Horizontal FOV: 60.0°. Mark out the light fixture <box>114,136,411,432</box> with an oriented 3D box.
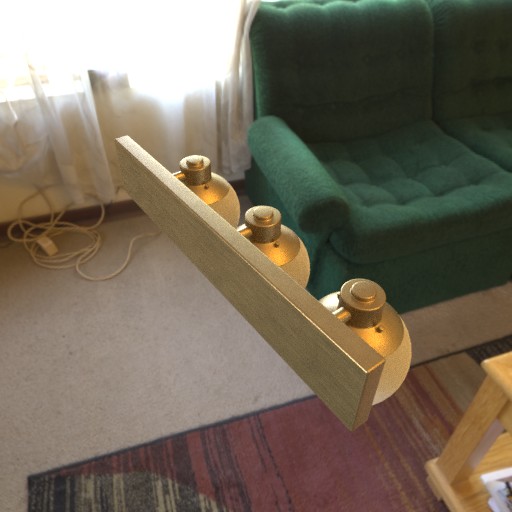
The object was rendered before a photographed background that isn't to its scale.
[{"bbox_3d":[0.000,0.000,0.847,0.218,0.263,0.721,-25,46,-27],"label":"light fixture"}]
